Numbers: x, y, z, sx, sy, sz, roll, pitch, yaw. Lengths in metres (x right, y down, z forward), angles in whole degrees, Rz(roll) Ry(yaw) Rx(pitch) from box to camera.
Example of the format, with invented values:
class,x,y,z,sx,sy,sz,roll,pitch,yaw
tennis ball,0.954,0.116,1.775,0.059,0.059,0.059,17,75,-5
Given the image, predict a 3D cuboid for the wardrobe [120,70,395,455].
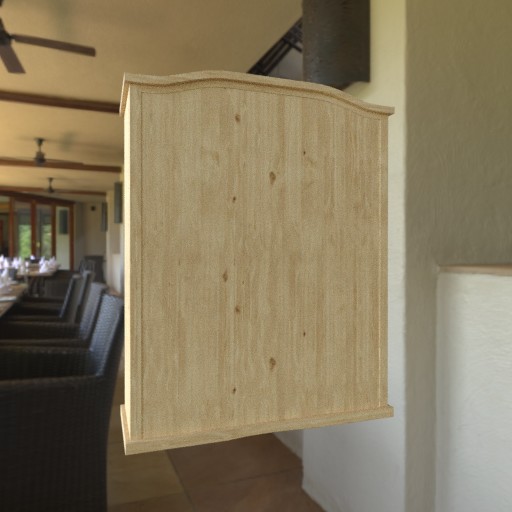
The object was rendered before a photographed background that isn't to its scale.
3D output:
class,x,y,z,sx,sy,sz,roll,pitch,yaw
wardrobe,0.000,0.000,2.592,1.500,1.870,0.570,0,0,-19
